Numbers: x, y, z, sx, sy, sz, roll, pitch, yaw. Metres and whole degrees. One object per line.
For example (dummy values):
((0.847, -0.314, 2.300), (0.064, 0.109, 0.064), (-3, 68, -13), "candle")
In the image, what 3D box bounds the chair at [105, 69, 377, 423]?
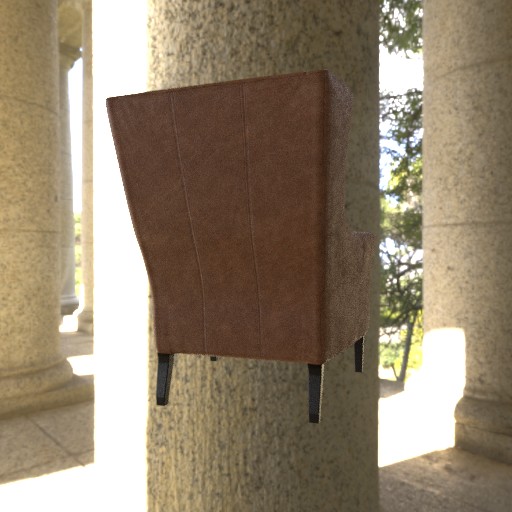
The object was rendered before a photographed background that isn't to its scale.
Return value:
((0.000, 0.000, 1.664), (0.853, 1.016, 0.926), (0, 0, 18), "chair")
